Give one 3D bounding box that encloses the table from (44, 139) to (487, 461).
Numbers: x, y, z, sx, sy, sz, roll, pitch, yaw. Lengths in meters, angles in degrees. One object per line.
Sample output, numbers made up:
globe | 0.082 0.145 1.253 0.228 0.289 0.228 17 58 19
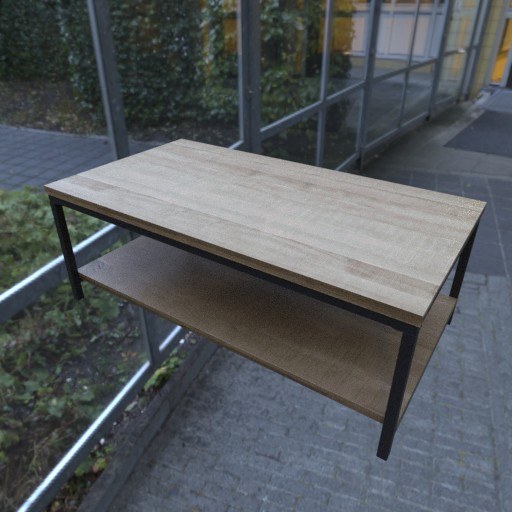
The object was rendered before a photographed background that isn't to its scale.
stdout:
table | 0.000 0.000 1.302 1.062 0.393 0.574 19 35 29
